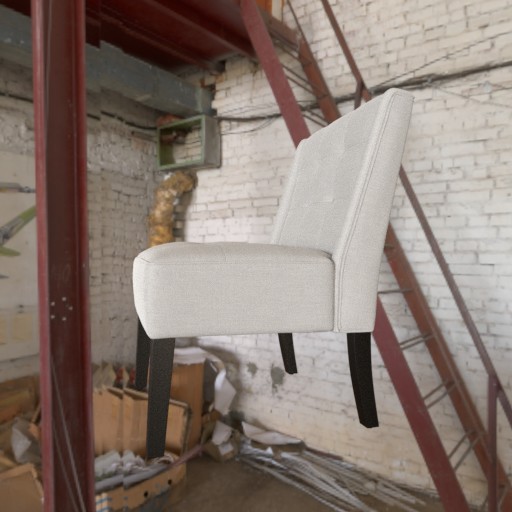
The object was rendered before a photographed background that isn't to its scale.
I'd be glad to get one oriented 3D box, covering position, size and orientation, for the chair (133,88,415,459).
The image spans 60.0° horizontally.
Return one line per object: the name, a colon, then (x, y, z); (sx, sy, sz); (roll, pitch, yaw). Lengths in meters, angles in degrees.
chair: (0.000, 0.000, 1.279); (0.676, 0.853, 0.569); (0, 1, -18)
